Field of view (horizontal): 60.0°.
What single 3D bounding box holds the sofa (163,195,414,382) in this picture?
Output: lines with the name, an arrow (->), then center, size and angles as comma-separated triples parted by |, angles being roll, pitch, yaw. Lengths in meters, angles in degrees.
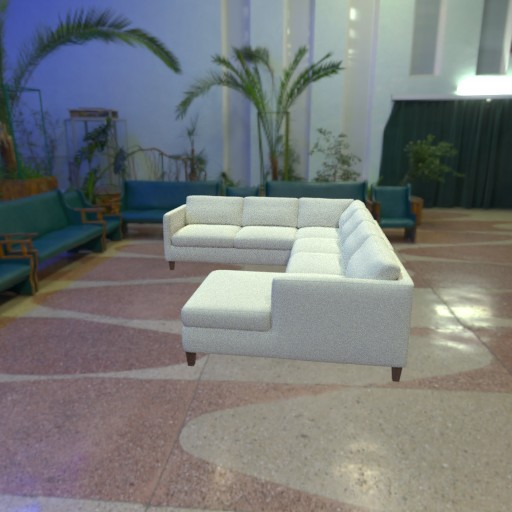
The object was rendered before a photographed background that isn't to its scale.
sofa -> 0.000, 0.000, 4.572 | 2.551, 0.853, 3.238 | 2, 15, 8
